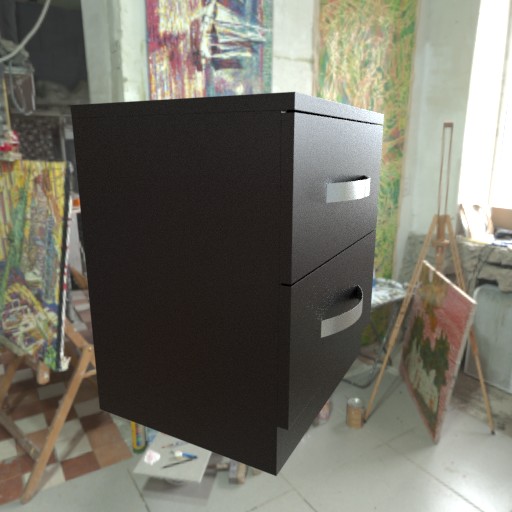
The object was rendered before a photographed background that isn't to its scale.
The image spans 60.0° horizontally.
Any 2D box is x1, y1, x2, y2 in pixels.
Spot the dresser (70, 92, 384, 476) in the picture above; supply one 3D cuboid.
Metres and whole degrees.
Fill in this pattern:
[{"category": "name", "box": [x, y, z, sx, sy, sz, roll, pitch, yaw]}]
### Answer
[{"category": "dresser", "box": [0.000, 0.000, 0.750, 0.360, 0.470, 0.400, 7, 16, 27]}]
